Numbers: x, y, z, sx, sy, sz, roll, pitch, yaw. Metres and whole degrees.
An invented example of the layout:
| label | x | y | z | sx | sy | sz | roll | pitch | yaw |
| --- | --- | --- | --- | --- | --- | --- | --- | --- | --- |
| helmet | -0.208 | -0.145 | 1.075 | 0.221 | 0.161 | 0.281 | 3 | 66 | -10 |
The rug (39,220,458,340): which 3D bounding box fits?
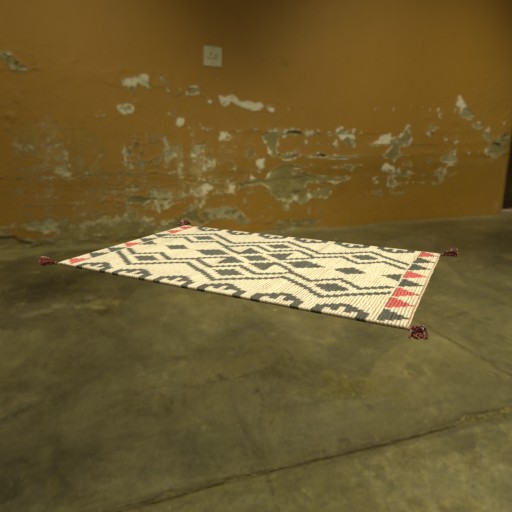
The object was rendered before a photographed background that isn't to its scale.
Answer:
| label | x | y | z | sx | sy | sz | roll | pitch | yaw |
| --- | --- | --- | --- | --- | --- | --- | --- | --- | --- |
| rug | 0.000 | 0.000 | 3.307 | 2.672 | 0.066 | 1.741 | 8 | 17 | 26 |
